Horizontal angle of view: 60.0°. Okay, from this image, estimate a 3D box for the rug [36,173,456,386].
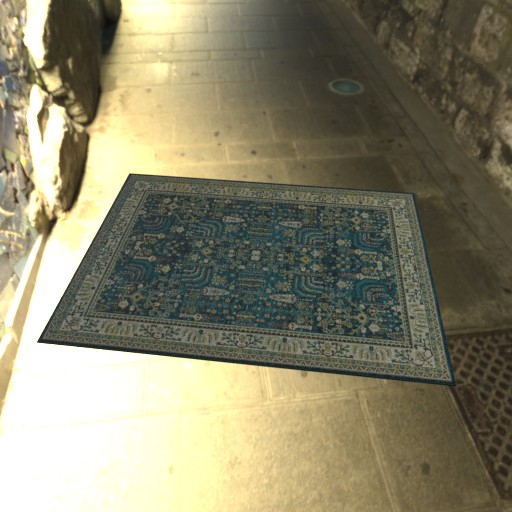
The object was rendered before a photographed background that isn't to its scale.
[{"bbox_3d":[0.000,0.000,2.872,2.213,0.013,1.594,5,45,5],"label":"rug"}]
